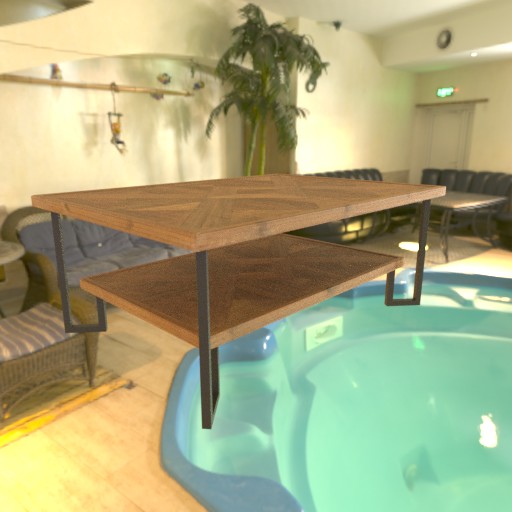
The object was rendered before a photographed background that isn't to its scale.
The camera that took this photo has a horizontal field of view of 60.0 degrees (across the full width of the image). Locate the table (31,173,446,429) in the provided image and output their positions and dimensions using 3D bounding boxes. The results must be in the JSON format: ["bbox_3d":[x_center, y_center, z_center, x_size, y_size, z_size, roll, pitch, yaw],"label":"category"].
[{"bbox_3d":[0.000,0.000,1.663,0.877,0.492,1.238,14,21,42],"label":"table"}]
